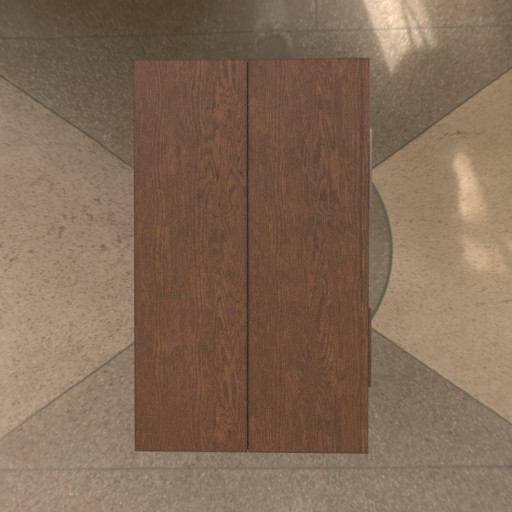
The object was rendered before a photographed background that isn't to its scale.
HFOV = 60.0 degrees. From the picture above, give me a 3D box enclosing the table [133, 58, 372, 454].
[{"bbox_3d":[0.000,0.000,1.493,0.719,0.361,1.167,0,91,1],"label":"table"}]
